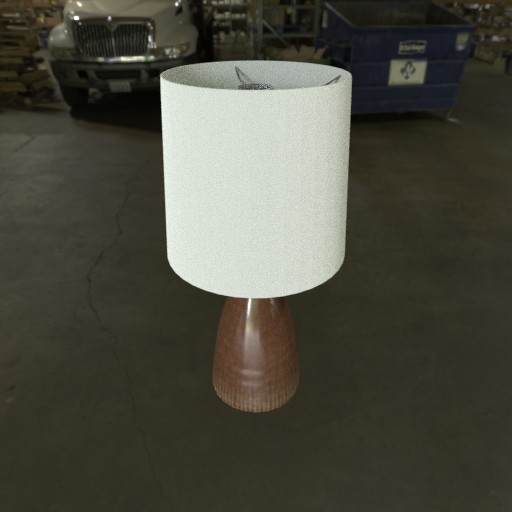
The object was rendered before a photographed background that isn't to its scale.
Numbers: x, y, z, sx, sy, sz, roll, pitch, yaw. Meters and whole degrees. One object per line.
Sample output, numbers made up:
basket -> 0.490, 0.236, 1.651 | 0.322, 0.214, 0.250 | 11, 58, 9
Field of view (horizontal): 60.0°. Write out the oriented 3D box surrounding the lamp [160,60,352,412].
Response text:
lamp -> 0.000, 0.000, 0.479 | 0.186, 0.369, 0.186 | 0, 31, 0
